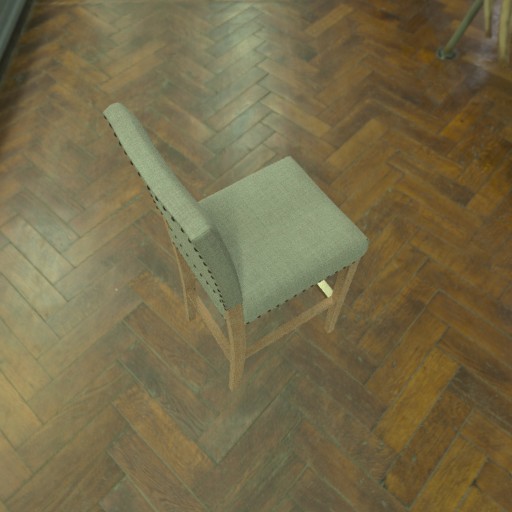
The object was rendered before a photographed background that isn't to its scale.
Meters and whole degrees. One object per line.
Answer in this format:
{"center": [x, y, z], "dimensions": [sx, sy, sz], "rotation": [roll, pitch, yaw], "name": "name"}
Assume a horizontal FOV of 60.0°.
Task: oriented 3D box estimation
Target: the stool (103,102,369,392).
{"center": [0.000, 0.000, 1.507], "dimensions": [0.585, 1.203, 0.445], "rotation": [-29, 63, -17], "name": "stool"}
